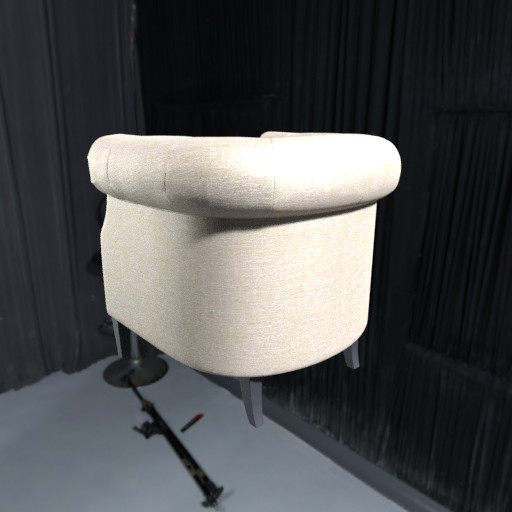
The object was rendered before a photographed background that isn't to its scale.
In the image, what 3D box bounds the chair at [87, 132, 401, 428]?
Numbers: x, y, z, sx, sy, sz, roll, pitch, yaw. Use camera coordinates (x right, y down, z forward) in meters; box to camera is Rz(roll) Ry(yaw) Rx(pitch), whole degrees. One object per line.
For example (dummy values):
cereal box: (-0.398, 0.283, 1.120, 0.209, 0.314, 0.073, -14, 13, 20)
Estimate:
chair: (0.000, 0.000, 1.544, 0.905, 0.827, 0.852, -15, 22, -40)
